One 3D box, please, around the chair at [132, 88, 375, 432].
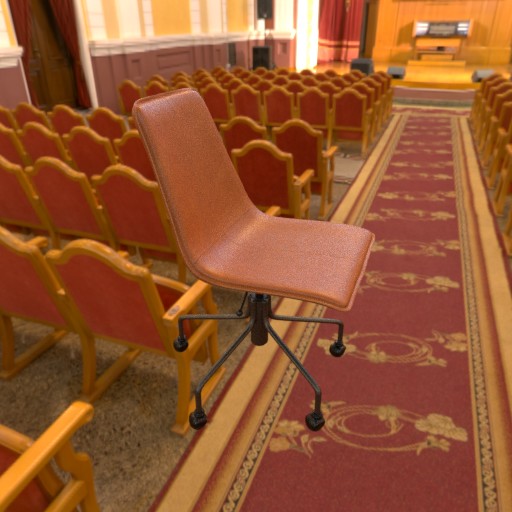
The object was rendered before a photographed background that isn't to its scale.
[{"bbox_3d":[0.000,0.000,1.366,0.660,0.920,0.651,10,30,19],"label":"chair"}]
